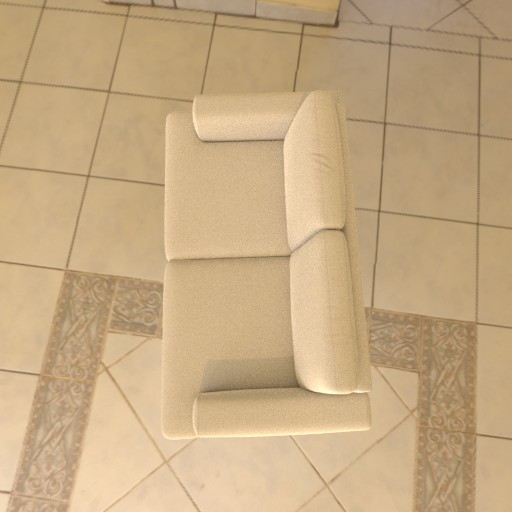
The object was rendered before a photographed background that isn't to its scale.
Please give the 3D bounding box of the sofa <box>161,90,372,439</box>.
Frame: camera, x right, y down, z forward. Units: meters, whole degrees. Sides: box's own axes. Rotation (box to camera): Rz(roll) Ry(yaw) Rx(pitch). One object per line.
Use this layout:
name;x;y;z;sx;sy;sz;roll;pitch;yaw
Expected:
sofa;0.000;0.000;2.156;0.915;0.810;1.651;-2;75;-1
